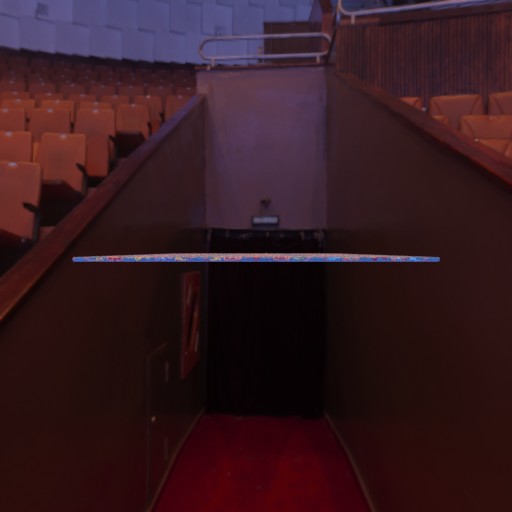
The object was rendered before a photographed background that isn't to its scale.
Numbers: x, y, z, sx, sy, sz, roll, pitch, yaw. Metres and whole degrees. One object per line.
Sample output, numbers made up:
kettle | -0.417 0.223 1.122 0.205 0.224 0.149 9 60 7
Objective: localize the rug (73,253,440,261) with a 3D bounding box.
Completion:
rug | 0.000 0.000 2.378 1.216 0.014 1.836 0 1 0
